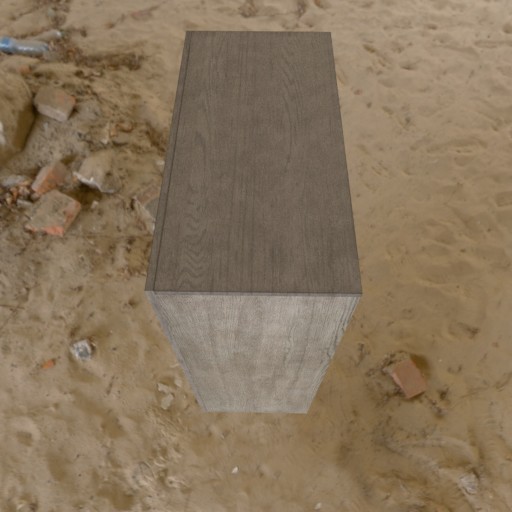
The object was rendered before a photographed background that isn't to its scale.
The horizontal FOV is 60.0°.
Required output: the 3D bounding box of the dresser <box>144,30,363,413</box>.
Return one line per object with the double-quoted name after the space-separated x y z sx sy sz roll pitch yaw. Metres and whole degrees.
0.000 0.000 1.780 0.483 1.295 0.967 1 59 0 "dresser"
